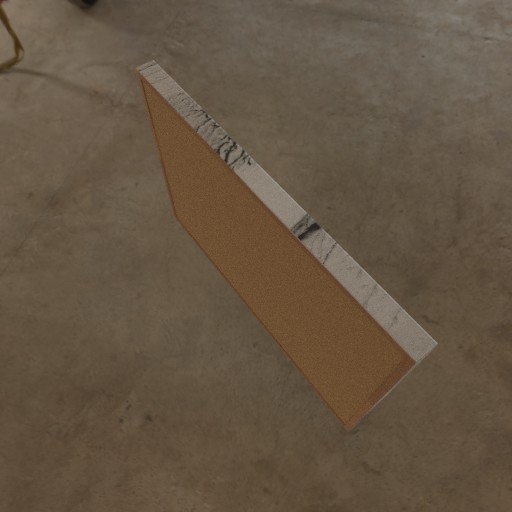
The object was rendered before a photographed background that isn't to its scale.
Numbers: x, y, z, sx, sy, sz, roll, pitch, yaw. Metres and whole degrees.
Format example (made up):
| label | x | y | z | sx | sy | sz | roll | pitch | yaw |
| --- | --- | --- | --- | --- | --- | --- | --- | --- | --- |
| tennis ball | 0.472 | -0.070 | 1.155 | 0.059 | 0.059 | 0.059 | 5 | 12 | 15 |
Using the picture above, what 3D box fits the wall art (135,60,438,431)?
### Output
| label | x | y | z | sx | sy | sz | roll | pitch | yaw |
| --- | --- | --- | --- | --- | --- | --- | --- | --- | --- |
| wall art | 0.000 | 0.000 | 0.775 | 0.035 | 0.407 | 0.613 | -33 | 64 | -18 |
